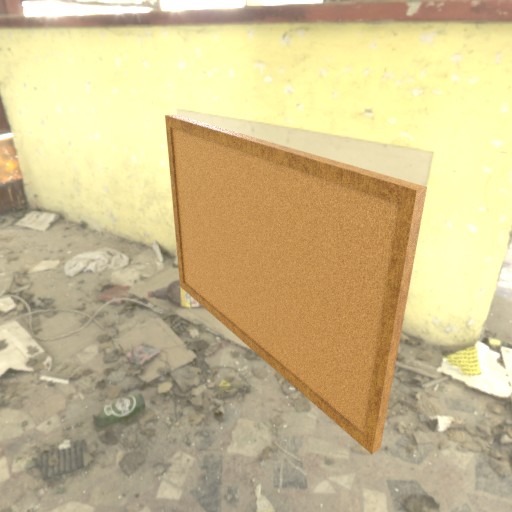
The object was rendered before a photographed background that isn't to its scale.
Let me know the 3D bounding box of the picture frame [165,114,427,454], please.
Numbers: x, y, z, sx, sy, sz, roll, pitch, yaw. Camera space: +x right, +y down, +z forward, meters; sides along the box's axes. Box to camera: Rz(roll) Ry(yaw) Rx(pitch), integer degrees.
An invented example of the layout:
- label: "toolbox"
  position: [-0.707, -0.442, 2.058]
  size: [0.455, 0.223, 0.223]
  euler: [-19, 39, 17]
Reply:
- label: "picture frame"
  position: [0.000, 0.000, 1.200]
  size: [0.029, 0.621, 0.922]
  euler: [-18, 32, -32]
